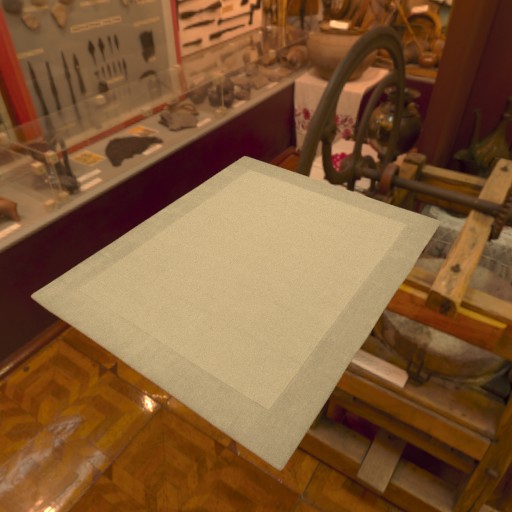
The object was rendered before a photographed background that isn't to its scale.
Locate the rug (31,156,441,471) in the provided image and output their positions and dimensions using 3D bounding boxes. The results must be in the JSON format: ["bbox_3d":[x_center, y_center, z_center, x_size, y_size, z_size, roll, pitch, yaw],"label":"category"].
[{"bbox_3d":[0.000,0.000,3.991,2.430,0.018,2.976,24,46,26],"label":"rug"}]
